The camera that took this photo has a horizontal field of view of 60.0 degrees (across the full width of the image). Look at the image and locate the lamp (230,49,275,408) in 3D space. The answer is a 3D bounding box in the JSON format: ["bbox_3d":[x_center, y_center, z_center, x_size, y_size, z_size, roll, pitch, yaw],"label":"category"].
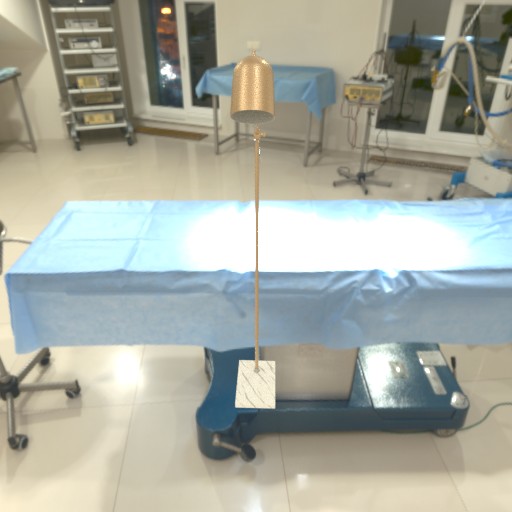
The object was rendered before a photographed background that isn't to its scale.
[{"bbox_3d":[0.000,0.000,1.833,0.194,1.594,0.653,1,31,2],"label":"lamp"}]
